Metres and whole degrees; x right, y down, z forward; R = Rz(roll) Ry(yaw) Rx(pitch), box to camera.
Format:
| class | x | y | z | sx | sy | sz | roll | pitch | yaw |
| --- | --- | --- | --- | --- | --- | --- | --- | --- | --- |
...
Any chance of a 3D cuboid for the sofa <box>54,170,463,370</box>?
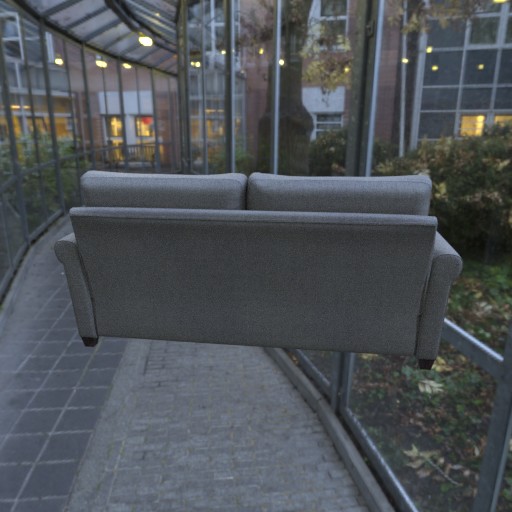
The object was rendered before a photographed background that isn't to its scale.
| class | x | y | z | sx | sy | sz | roll | pitch | yaw |
| --- | --- | --- | --- | --- | --- | --- | --- | --- | --- |
| sofa | 0.000 | 0.000 | 2.411 | 1.935 | 0.942 | 0.842 | 2 | 16 | 7 |
